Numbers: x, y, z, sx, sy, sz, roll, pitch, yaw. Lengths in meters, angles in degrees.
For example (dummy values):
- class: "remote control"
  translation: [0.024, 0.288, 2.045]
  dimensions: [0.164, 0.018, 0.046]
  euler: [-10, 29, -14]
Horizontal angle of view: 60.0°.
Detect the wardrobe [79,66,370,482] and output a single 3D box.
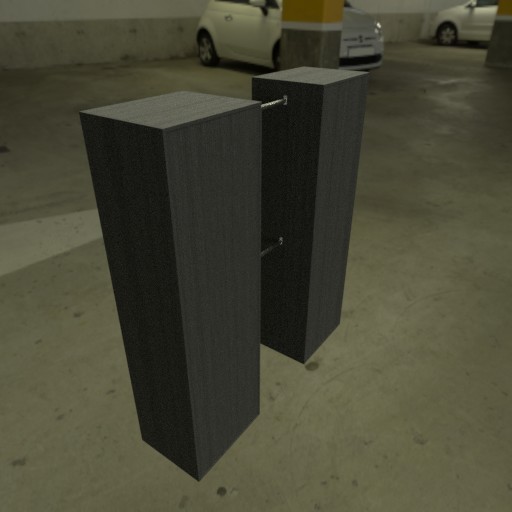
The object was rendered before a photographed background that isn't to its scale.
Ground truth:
- class: "wardrobe"
  translation: [0.000, 0.000, 2.782]
  dimensions: [0.480, 2.000, 1.770]
  euler: [20, 35, 31]
